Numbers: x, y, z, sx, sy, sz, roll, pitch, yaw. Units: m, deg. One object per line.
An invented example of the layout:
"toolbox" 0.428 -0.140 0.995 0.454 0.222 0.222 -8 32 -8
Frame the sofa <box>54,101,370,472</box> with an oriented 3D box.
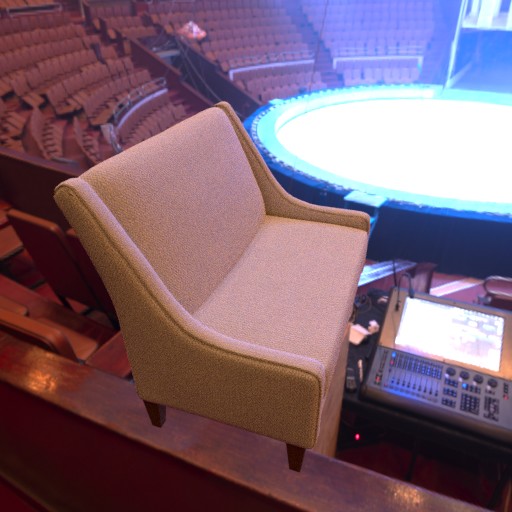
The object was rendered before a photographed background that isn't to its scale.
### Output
"sofa" 0.000 0.000 1.923 0.870 1.022 1.242 10 32 17
